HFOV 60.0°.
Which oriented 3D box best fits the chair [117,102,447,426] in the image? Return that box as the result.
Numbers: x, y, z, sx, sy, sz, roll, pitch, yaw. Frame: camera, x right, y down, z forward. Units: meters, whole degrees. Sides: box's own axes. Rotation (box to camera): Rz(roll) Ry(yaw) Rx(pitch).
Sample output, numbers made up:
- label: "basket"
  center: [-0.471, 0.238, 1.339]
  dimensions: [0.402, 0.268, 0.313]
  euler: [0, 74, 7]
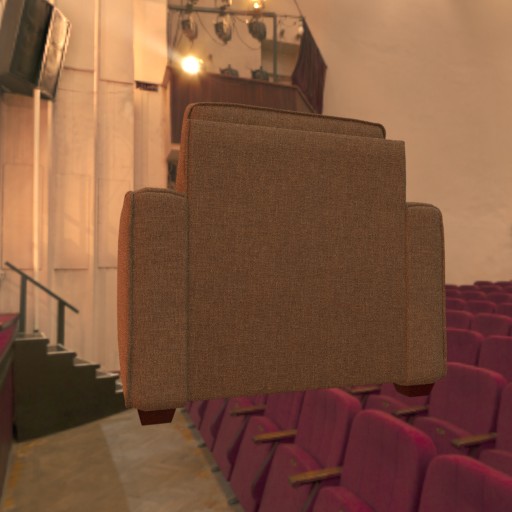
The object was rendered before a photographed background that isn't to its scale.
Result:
- label: "chair"
  center: [0.000, 0.000, 1.706]
  dimensions: [1.016, 0.914, 0.940]
  euler: [1, -2, -18]
